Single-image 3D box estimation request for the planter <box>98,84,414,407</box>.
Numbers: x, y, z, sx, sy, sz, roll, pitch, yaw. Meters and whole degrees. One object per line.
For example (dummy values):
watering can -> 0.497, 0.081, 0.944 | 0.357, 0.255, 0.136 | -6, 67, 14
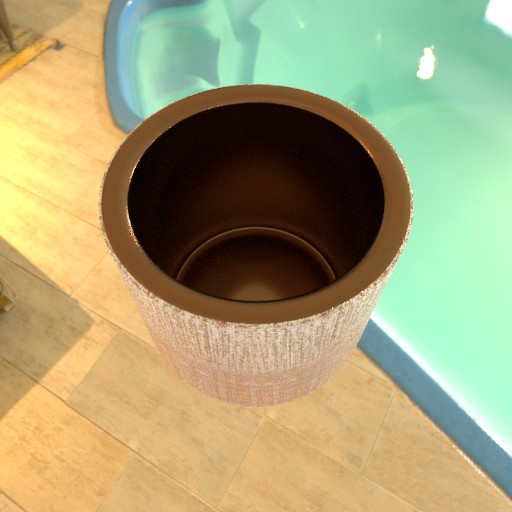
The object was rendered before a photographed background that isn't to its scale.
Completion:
planter -> 0.000, 0.000, 0.192 | 0.109, 0.096, 0.109 | 0, 58, 0
